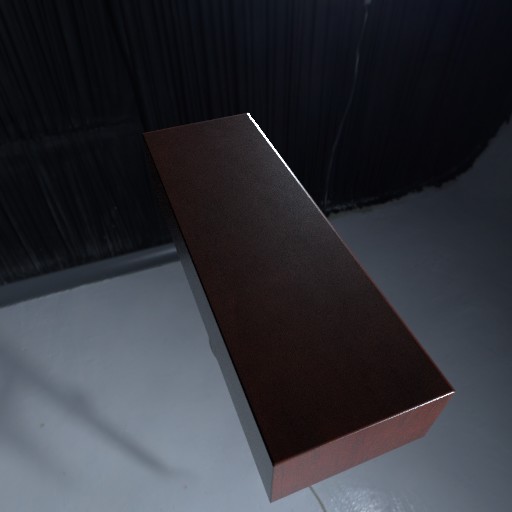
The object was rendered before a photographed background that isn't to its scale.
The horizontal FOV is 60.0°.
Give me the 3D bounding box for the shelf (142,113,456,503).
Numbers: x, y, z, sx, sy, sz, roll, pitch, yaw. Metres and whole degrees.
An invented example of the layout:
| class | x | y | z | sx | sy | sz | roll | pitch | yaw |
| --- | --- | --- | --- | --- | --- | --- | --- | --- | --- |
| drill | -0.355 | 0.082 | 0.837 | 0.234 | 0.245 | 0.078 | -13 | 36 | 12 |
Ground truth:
| class | x | y | z | sx | sy | sz | roll | pitch | yaw |
| --- | --- | --- | --- | --- | --- | --- | --- | --- | --- |
| shelf | 0.000 | 0.000 | 0.501 | 0.152 | 0.088 | 0.457 | -16 | 48 | -14 |
